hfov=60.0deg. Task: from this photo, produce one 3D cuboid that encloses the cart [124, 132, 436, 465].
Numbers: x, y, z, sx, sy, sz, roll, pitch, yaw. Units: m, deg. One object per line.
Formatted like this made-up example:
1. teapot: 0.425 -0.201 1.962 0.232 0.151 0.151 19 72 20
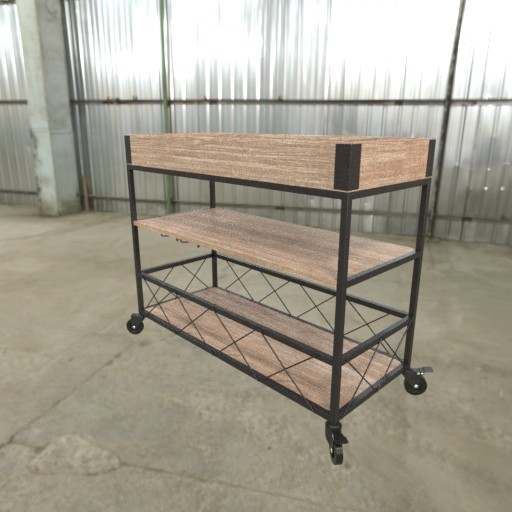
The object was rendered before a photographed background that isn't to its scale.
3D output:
1. cart: 0.000 0.000 1.505 0.500 0.787 1.101 -16 23 -42
